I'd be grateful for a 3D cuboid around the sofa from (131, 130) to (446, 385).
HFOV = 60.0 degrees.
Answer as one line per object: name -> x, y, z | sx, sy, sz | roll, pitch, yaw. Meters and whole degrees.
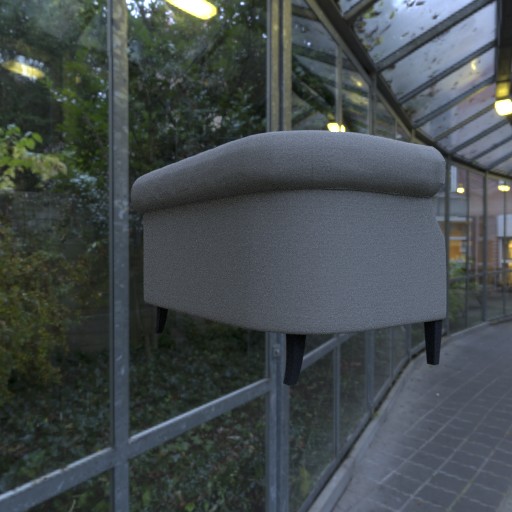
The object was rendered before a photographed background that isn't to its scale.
sofa -> 0.000, 0.000, 2.046 | 0.835, 0.827, 1.558 | -1, 1, -35
